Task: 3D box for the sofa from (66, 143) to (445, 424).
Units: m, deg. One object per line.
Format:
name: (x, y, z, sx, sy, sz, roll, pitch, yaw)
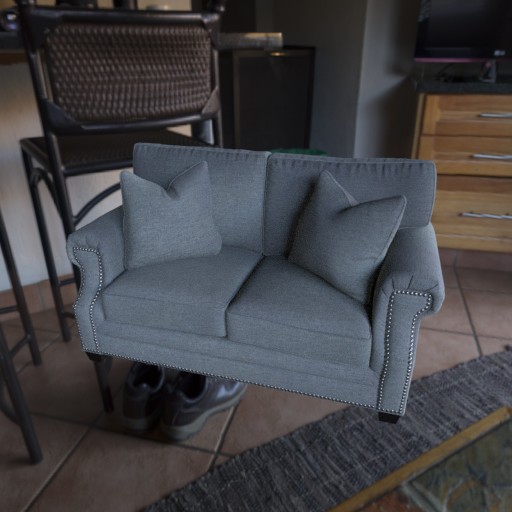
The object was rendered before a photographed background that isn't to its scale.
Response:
sofa: (0.000, 0.000, 2.229, 1.701, 0.966, 0.966, 7, 25, 15)
